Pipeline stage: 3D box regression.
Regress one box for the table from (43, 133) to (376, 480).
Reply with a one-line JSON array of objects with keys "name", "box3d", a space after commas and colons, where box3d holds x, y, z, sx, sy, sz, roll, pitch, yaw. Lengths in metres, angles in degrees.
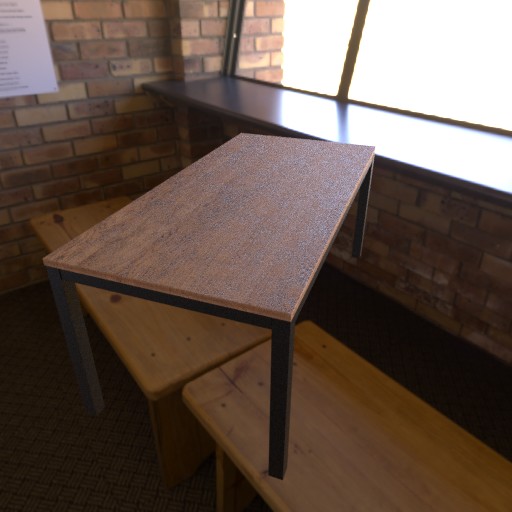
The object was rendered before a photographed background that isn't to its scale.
[{"name": "table", "box3d": [0.000, 0.000, 2.315, 0.893, 0.767, 1.805, 11, 31, 18]}]
